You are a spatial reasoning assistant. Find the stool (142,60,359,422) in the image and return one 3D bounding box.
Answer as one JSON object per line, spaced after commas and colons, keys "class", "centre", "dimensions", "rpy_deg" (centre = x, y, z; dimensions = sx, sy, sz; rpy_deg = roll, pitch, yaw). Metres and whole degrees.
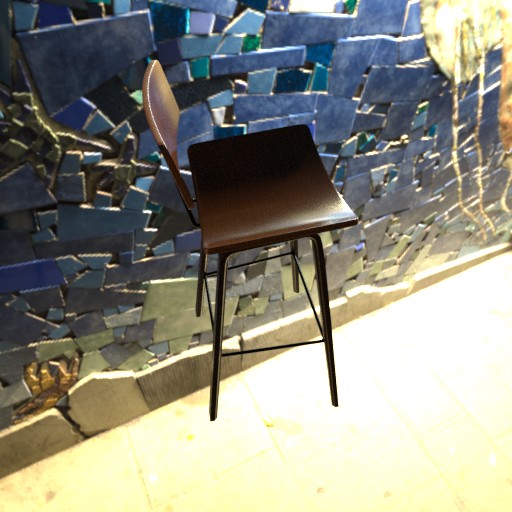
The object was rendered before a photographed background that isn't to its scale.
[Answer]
{"class": "stool", "centre": [0.000, 0.000, 1.218], "dimensions": [0.440, 0.969, 0.509], "rpy_deg": [-8, 47, -8]}
